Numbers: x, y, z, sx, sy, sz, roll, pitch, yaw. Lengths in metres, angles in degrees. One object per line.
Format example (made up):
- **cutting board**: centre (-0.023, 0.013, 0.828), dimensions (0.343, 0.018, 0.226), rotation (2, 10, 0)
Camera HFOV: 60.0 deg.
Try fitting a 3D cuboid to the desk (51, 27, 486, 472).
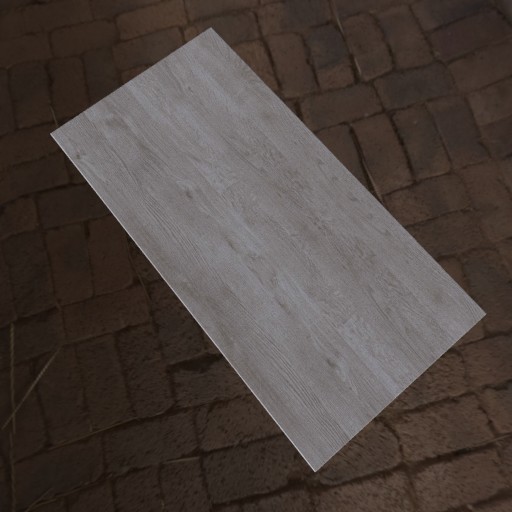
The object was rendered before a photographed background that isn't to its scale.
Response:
- **desk**: centre (0.000, 0.000, 1.503), dimensions (0.560, 0.730, 1.100), rotation (-38, 78, -10)
